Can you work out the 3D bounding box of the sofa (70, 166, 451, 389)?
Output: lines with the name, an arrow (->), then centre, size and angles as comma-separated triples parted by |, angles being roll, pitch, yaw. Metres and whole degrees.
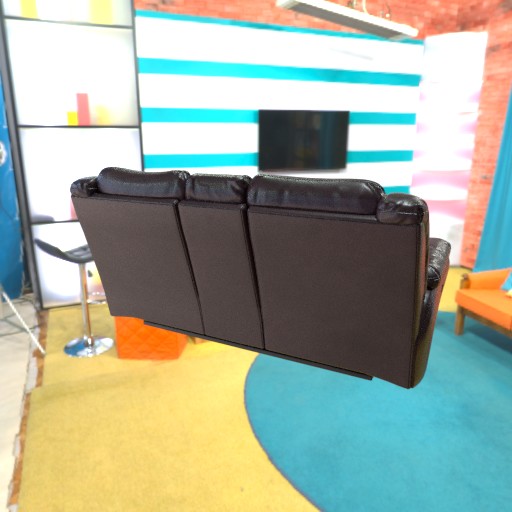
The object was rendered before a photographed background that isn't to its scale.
sofa -> 0.000, 0.000, 2.627 | 2.058, 1.043, 0.991 | 8, 17, 27
